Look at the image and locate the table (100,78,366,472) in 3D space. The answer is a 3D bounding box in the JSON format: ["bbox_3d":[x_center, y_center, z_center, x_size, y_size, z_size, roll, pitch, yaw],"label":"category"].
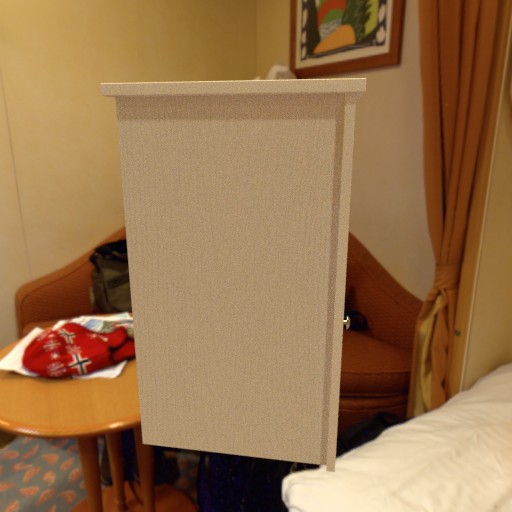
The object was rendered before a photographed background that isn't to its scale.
[{"bbox_3d":[0.000,0.000,0.929,0.381,0.635,0.480,3,16,9],"label":"table"}]
